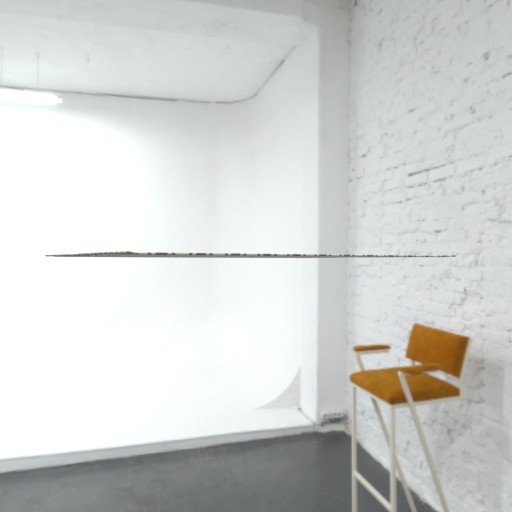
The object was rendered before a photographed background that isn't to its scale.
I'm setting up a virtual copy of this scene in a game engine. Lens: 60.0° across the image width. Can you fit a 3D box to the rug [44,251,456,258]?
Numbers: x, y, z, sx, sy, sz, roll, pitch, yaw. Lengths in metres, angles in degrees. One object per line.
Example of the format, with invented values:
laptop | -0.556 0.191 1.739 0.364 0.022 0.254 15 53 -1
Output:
rug | 0.000 0.000 3.076 2.425 0.014 1.563 0 -1 -36
